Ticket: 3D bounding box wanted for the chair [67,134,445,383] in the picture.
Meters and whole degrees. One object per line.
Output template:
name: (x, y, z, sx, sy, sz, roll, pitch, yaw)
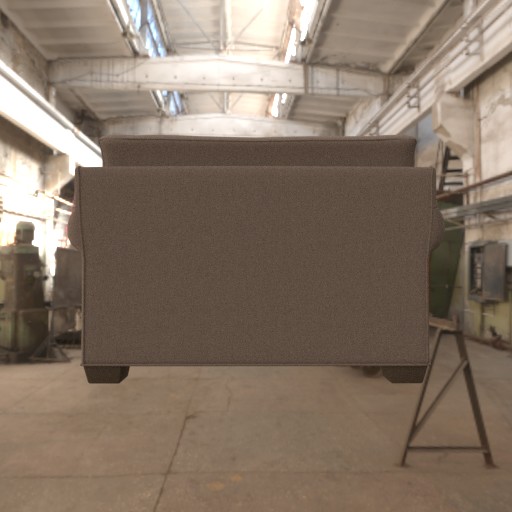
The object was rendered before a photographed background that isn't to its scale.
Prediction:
chair: (0.000, 0.000, 2.021, 1.390, 0.930, 0.930, 0, -1, 0)
